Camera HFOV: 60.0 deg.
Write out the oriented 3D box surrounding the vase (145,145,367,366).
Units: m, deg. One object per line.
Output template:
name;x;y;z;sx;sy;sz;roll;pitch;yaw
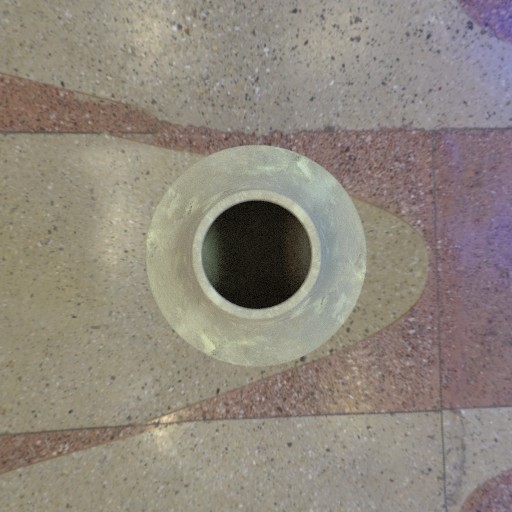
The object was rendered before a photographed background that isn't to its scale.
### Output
vase;0.000;0.000;0.420;0.184;0.305;0.184;0;90;0
